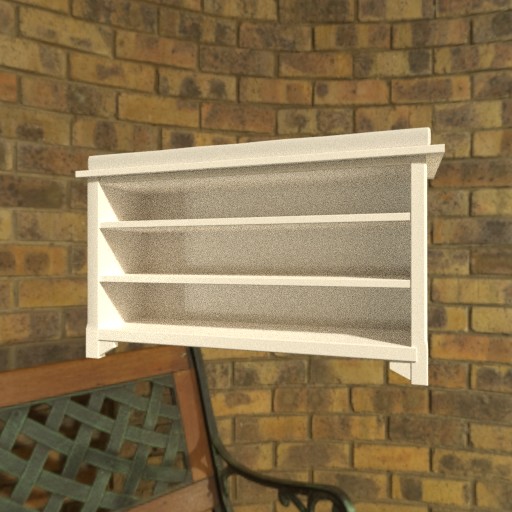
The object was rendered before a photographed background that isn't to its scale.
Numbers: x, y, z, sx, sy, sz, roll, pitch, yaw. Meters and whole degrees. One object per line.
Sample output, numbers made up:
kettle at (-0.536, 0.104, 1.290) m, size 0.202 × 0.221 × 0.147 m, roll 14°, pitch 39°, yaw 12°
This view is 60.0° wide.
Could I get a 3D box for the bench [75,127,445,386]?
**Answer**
bench at (0.000, 0.000, 1.293) m, size 0.987 × 0.589 × 0.346 m, roll 0°, pitch 0°, yaw 18°
